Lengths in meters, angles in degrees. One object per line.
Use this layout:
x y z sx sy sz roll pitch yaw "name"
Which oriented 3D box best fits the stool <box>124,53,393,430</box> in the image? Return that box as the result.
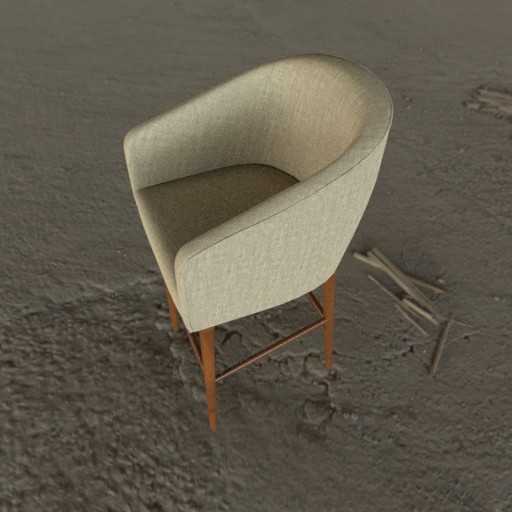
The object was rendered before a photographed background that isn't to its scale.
0.000 0.000 1.392 0.607 1.078 0.559 -18 48 -16 "stool"
